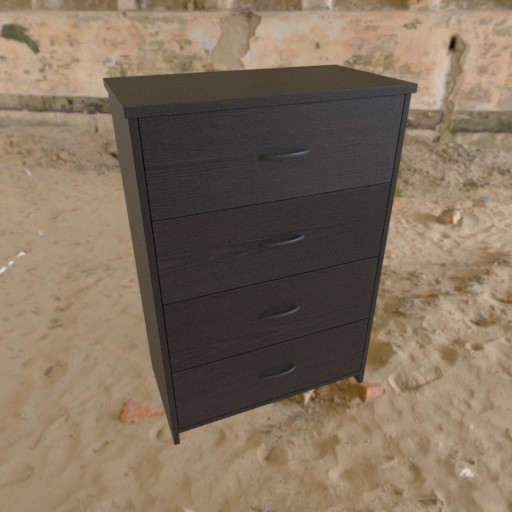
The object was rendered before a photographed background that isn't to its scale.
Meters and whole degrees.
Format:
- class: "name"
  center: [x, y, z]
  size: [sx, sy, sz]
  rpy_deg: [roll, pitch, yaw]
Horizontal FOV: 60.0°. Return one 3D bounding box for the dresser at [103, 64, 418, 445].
- class: "dresser"
  center: [0.000, 0.000, 1.373]
  size: [0.704, 1.020, 0.399]
  rpy_deg: [-12, 32, -19]
